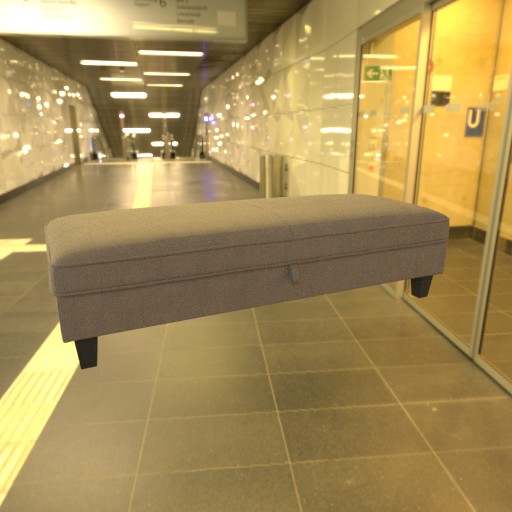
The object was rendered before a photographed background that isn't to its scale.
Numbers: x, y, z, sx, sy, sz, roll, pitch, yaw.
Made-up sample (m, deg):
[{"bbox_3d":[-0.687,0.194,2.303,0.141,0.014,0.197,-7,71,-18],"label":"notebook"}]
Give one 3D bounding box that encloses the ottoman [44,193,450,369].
[{"bbox_3d":[0.000,0.000,2.077,1.764,0.470,0.751,-8,18,-24],"label":"ottoman"}]
